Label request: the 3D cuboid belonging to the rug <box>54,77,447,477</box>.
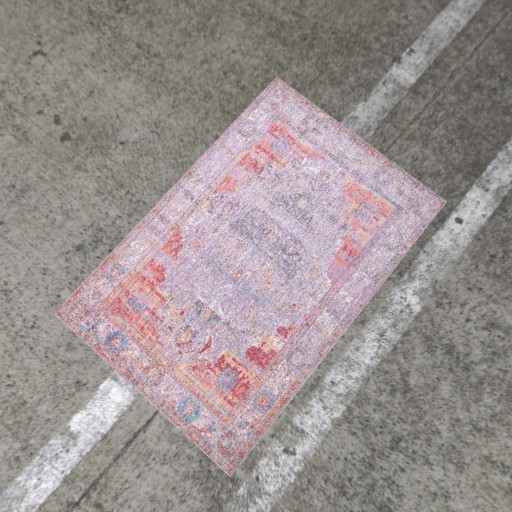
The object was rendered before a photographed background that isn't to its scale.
[{"bbox_3d":[0.000,0.000,2.379,1.219,0.005,1.829,39,80,8],"label":"rug"}]
